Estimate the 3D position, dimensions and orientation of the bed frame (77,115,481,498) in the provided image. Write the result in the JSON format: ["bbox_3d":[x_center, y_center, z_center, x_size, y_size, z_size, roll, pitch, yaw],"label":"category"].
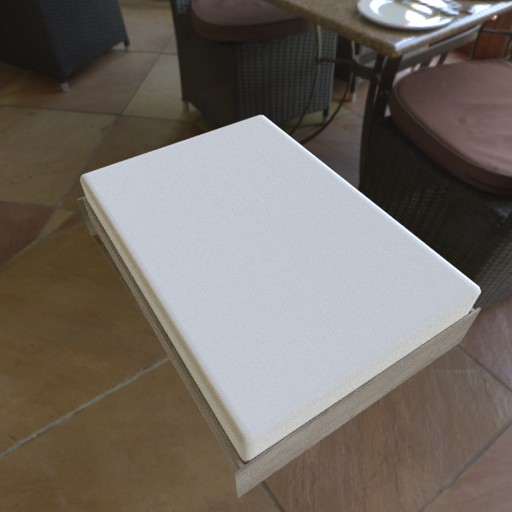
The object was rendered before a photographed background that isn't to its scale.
[{"bbox_3d":[0.000,0.000,2.570,1.445,0.497,1.945,-25,52,-22],"label":"bed frame"}]
